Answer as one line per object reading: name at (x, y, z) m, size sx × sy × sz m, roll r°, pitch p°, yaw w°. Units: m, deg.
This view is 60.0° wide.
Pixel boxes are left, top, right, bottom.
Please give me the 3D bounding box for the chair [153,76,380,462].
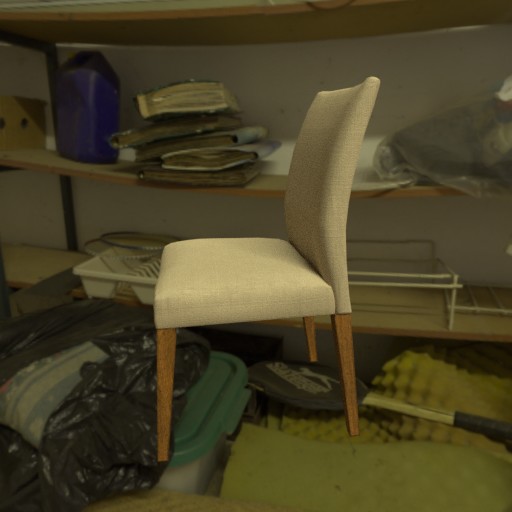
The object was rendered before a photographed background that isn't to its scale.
chair at (0.000, 0.000, 1.291) m, size 0.585 × 0.940 × 0.496 m, roll -2°, pitch 16°, yaw -8°
